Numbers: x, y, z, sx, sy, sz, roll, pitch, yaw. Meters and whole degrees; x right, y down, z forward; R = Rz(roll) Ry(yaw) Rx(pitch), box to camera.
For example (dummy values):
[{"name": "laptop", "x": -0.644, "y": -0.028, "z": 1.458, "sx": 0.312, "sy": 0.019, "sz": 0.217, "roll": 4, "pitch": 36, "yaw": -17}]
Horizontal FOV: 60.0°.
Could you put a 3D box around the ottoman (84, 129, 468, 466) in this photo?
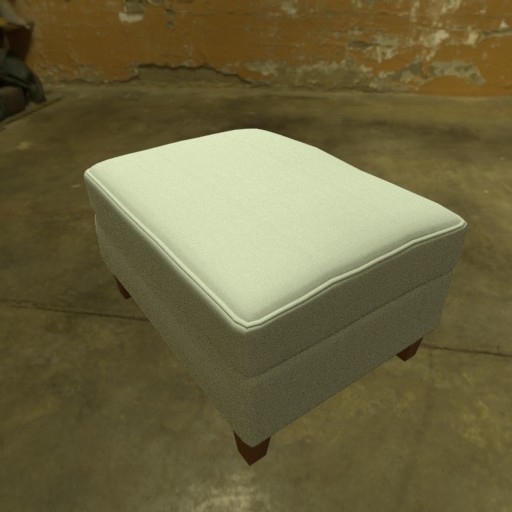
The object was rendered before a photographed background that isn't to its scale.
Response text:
[{"name": "ottoman", "x": 0.000, "y": 0.000, "z": 1.211, "sx": 0.634, "sy": 0.496, "sz": 0.818, "roll": -22, "pitch": 39, "yaw": -29}]
